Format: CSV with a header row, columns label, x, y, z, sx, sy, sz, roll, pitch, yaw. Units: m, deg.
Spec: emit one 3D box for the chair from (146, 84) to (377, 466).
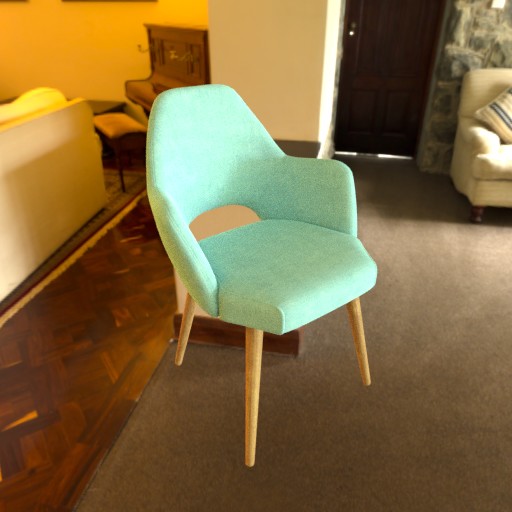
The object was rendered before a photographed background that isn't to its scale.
label,x,y,z,sx,sy,sz,roll,pitch,yaw
chair,0.000,0.000,1.251,0.590,0.840,0.610,-21,35,-32
